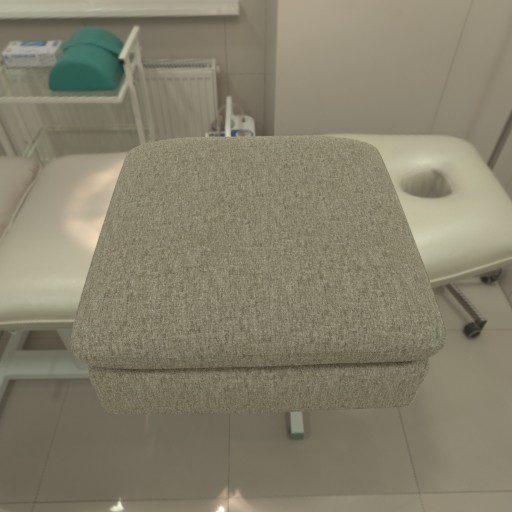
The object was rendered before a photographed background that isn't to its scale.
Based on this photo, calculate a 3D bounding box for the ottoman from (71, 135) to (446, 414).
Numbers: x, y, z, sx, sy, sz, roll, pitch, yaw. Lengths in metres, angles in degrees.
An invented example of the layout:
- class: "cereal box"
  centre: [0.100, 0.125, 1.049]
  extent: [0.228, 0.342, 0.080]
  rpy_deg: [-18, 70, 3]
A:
- class: "ottoman"
  centre: [0.000, 0.000, 1.625]
  extent: [1.039, 0.526, 1.035]
  rpy_deg: [-1, 47, -1]
